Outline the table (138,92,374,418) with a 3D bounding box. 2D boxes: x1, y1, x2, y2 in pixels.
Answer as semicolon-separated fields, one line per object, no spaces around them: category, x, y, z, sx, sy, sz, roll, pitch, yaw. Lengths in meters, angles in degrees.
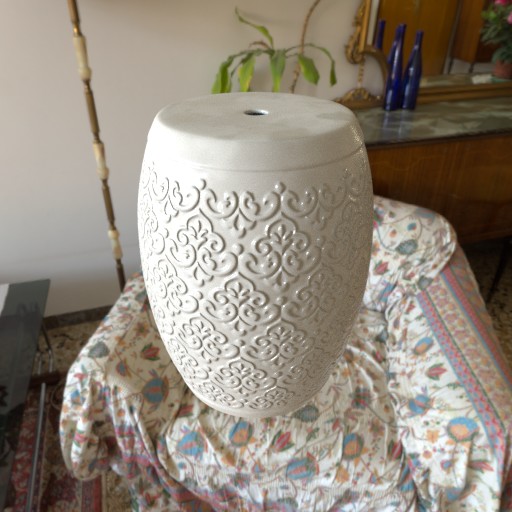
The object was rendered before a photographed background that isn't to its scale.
table;0.000;0.000;0.619;0.309;0.397;0.309;0;31;0
